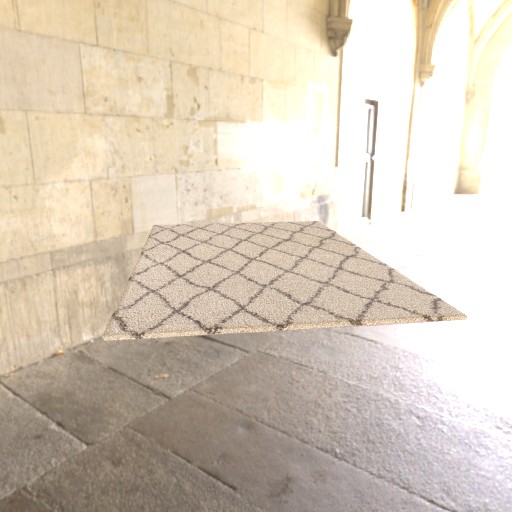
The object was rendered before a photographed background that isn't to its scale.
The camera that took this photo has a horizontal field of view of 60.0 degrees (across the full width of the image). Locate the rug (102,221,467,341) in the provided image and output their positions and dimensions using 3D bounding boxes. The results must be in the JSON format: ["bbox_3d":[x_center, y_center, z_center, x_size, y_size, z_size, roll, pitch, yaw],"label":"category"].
[{"bbox_3d":[0.000,0.000,3.414,1.778,0.030,2.743,-2,15,-8],"label":"rug"}]
